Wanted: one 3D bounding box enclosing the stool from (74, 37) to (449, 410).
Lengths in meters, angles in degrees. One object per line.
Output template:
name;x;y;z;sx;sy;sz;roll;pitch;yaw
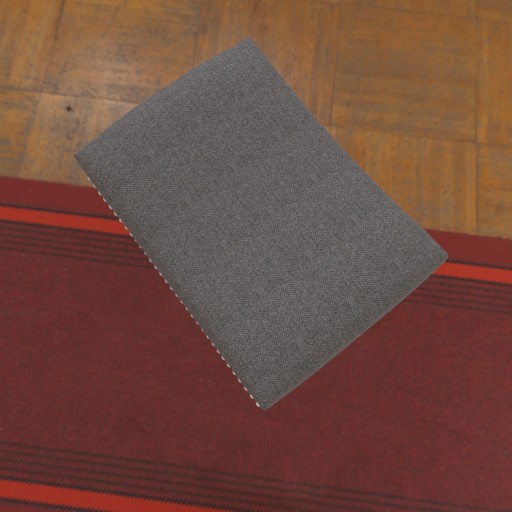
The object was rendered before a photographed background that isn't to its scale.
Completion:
stool;0.000;0.000;1.015;0.372;0.742;0.504;-37;79;-8
